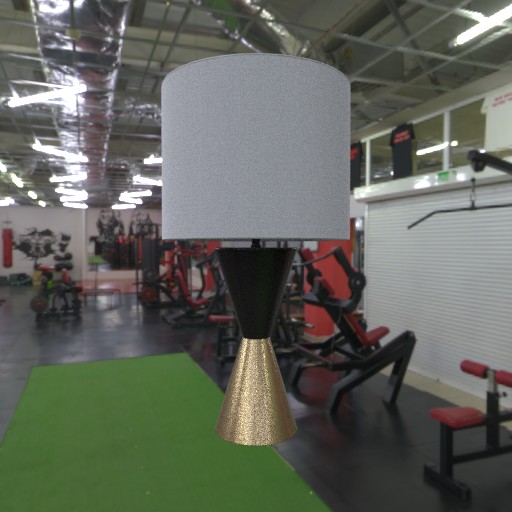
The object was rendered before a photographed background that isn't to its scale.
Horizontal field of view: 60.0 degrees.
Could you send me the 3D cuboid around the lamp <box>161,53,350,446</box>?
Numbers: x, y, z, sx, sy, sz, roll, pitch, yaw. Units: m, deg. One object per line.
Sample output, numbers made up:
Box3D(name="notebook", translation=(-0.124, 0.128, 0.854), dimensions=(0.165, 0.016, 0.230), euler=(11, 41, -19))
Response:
Box3D(name="lamp", translation=(0.000, 0.000, 0.734), dimensions=(0.304, 0.573, 0.304), euler=(0, 1, -19))
